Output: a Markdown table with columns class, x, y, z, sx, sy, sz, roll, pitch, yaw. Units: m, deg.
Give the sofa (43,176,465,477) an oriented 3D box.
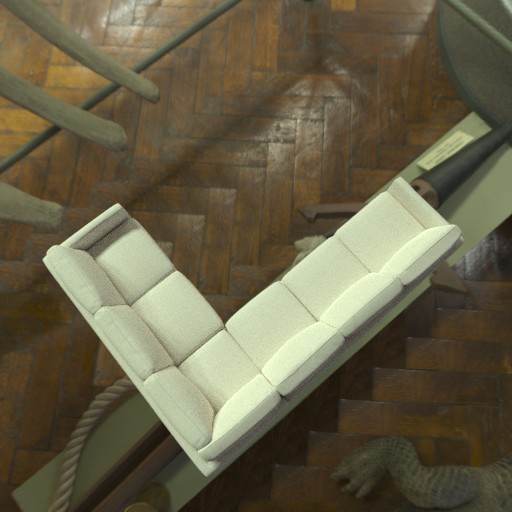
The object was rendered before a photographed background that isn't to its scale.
| class | x | y | z | sx | sy | sz | roll | pitch | yaw |
| --- | --- | --- | --- | --- | --- | --- | --- | --- | --- |
| sofa | 0.000 | 0.000 | 4.527 | 3.302 | 0.947 | 2.593 | -39 | 78 | -10 |
